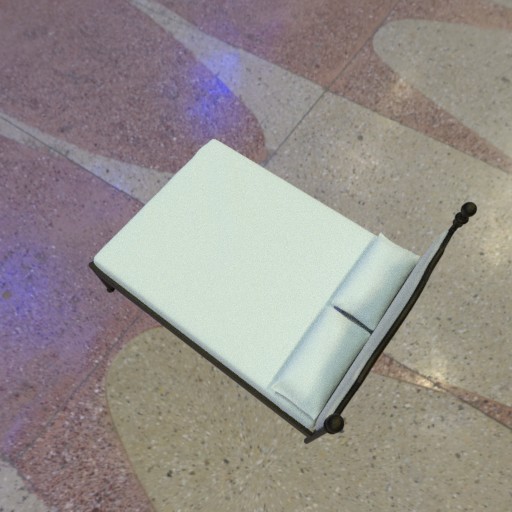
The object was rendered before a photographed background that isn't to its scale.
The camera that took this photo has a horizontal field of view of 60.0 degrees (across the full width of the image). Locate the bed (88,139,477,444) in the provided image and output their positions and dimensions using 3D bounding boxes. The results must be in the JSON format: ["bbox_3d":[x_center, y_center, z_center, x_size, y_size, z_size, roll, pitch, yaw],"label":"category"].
[{"bbox_3d":[0.000,0.000,3.376,2.224,1.499,1.642,34,69,15],"label":"bed"}]
